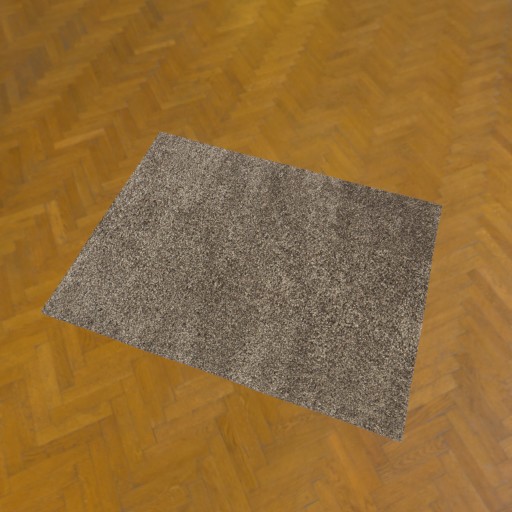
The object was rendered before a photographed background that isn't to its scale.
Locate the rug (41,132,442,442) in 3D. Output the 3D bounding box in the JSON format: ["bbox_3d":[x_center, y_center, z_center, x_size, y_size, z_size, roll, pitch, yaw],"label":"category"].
[{"bbox_3d":[0.000,0.000,2.121,1.601,0.025,1.198,17,60,10],"label":"rug"}]
